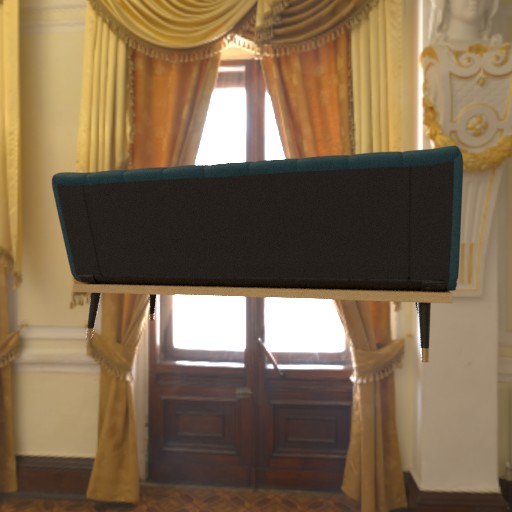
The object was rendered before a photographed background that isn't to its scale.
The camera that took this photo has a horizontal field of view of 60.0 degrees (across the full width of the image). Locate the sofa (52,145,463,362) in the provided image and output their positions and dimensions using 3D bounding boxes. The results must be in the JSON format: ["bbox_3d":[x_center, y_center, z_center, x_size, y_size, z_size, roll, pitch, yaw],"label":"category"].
[{"bbox_3d":[0.000,0.000,2.238,1.810,0.825,0.830,0,0,18],"label":"sofa"}]
